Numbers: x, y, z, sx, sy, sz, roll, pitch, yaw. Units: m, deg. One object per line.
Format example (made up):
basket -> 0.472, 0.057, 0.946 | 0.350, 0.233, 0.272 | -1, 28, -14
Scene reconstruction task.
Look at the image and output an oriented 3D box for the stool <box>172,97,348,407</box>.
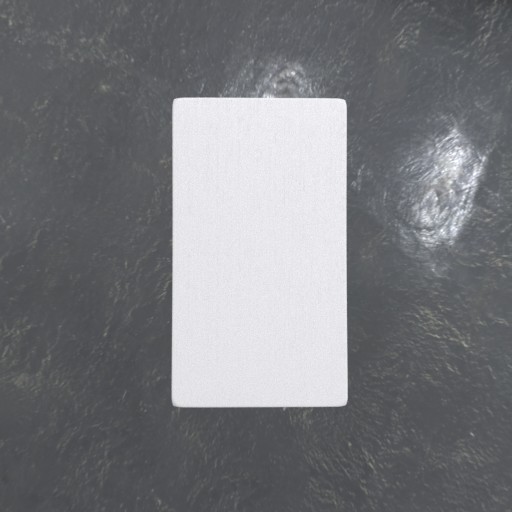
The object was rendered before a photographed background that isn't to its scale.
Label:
stool -> 0.000, 0.000, 0.950 | 0.322, 0.742, 0.406 | 0, 89, -1
